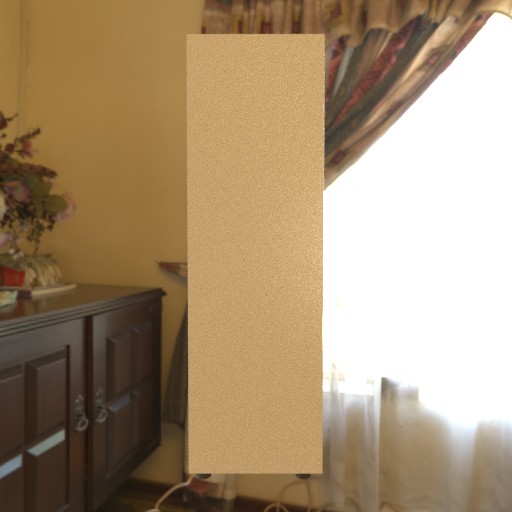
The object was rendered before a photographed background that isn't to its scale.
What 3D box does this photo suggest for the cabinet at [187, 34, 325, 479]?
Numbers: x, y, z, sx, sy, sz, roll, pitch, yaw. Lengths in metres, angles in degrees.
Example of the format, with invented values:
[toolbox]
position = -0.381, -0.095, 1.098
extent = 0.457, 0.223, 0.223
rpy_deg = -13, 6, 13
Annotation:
[cabinet]
position = 0.000, 0.000, 1.628
extent = 0.348, 1.150, 0.990
rpy_deg = 0, 2, 0
